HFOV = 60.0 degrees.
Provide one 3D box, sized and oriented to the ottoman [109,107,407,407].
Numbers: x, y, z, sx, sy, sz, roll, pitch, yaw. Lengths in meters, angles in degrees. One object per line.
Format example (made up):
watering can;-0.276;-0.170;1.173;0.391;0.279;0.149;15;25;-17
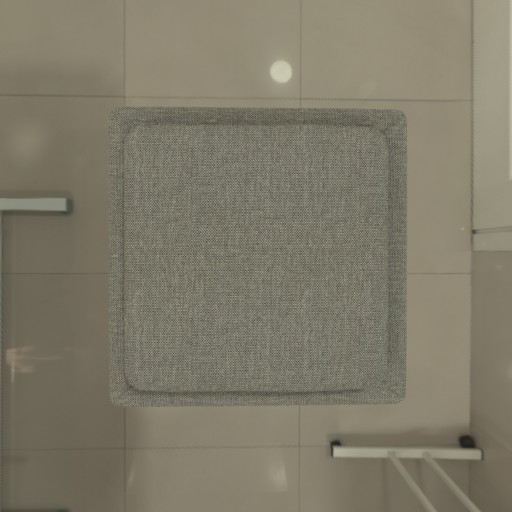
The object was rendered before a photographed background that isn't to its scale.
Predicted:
ottoman;0.000;0.000;0.832;0.450;0.460;0.450;0;91;-2
